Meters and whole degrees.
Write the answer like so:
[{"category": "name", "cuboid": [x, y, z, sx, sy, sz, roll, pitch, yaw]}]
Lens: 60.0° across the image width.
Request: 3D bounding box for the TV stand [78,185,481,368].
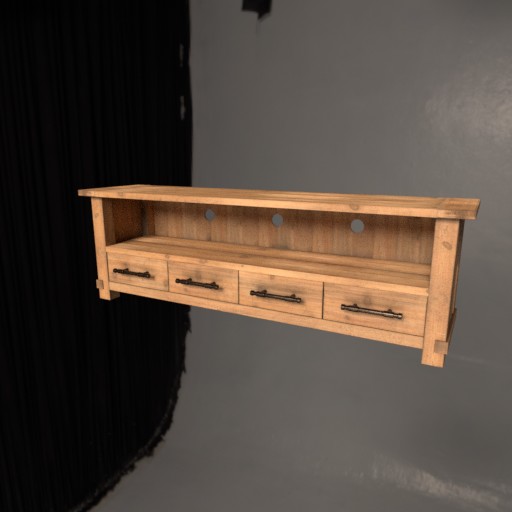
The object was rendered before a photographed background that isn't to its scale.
[{"category": "TV stand", "cuboid": [0.000, 0.000, 2.060, 1.804, 0.573, 0.453, 7, 15, 27]}]
